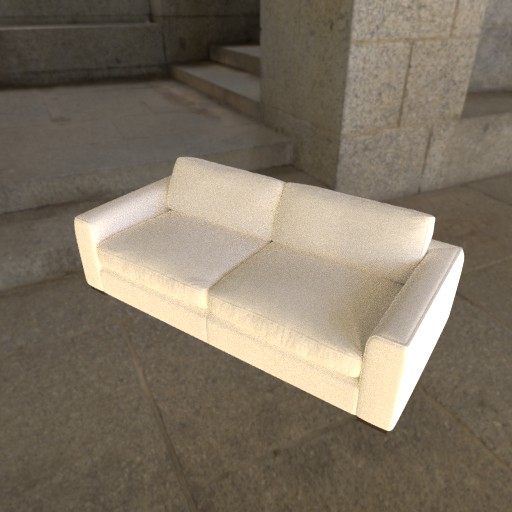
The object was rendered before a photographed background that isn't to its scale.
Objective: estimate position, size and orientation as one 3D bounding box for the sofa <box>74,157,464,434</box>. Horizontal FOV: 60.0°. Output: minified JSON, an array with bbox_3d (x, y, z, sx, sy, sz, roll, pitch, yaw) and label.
[{"bbox_3d":[0.000,0.000,2.819,2.262,0.801,1.070,19,36,29],"label":"sofa"}]
